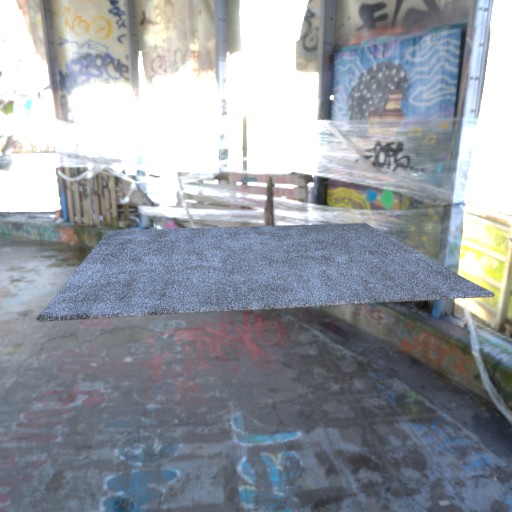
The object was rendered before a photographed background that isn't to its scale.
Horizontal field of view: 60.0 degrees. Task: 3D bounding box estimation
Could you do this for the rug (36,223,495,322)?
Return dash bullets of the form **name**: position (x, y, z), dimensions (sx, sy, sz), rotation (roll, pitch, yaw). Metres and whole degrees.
- **rug**: position (0.000, 0.000, 3.995), dimensions (3.000, 0.025, 2.401), rotation (-2, 16, -8)
